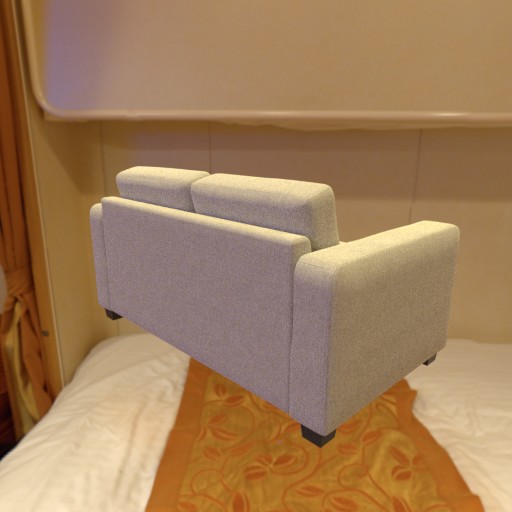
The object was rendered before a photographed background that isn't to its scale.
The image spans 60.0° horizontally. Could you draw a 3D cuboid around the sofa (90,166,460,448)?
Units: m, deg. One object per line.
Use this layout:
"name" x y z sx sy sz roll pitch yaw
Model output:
"sofa" 0.000 0.000 2.058 0.900 0.800 1.540 -15 21 -42
